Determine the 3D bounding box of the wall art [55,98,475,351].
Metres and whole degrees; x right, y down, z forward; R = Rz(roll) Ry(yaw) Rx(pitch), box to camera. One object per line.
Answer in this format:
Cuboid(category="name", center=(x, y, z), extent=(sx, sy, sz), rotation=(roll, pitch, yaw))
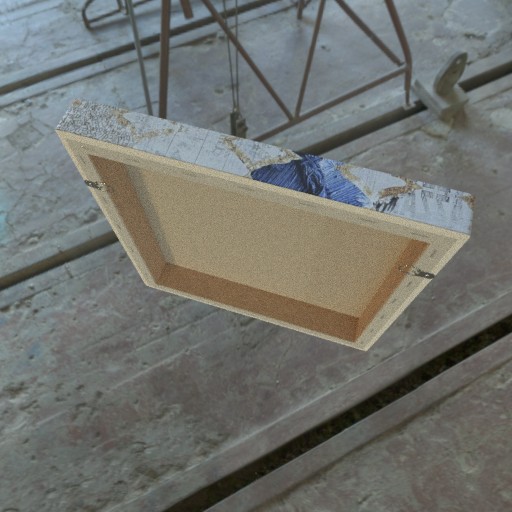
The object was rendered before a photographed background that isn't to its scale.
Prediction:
Cuboid(category="wall art", center=(0.000, 0.000, 0.450), extent=(0.303, 0.304, 0.036), rotation=(16, 65, 8))
